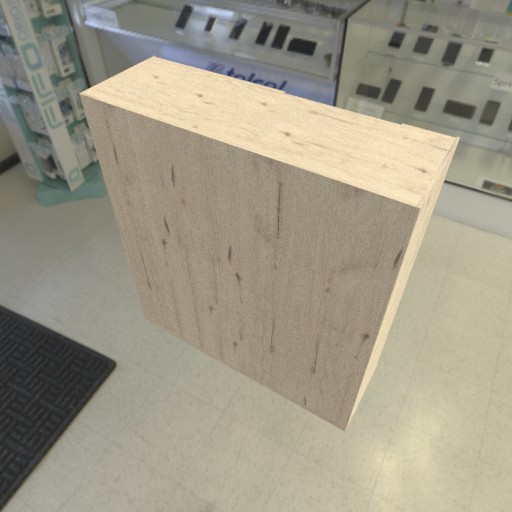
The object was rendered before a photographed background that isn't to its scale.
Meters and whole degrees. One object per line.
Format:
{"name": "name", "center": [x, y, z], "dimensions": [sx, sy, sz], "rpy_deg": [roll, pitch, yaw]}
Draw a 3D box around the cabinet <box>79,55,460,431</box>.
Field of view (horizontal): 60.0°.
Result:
{"name": "cabinet", "center": [0.000, 0.000, 3.169], "dimensions": [2.000, 2.180, 0.660], "rpy_deg": [24, 50, 22]}
